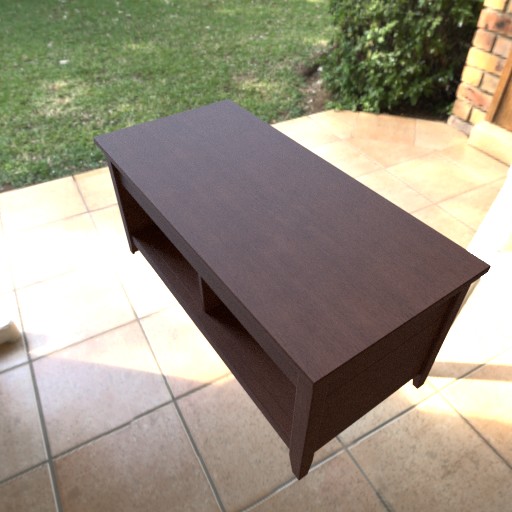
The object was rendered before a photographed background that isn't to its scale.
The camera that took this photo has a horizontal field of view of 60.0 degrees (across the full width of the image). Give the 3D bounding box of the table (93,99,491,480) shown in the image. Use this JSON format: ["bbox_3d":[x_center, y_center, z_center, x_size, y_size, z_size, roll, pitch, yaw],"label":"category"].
[{"bbox_3d":[0.000,0.000,1.277,0.483,0.457,1.016,-25,48,-25],"label":"table"}]
